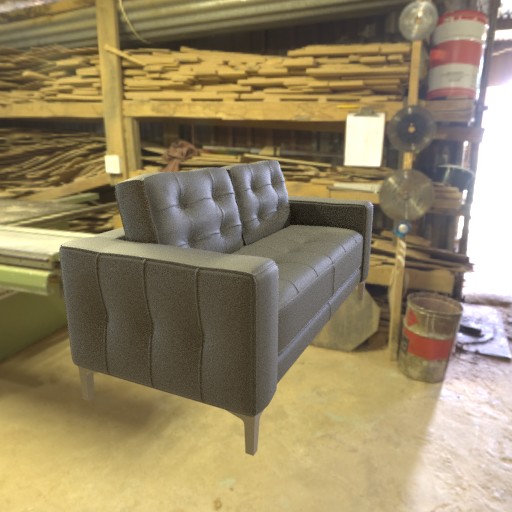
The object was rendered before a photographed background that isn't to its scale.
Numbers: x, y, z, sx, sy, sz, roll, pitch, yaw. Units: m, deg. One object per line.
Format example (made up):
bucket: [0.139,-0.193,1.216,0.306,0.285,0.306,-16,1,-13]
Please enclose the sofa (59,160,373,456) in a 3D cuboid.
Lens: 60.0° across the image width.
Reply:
sofa: [0.000,0.000,2.237,0.833,0.893,1.726,7,17,25]
